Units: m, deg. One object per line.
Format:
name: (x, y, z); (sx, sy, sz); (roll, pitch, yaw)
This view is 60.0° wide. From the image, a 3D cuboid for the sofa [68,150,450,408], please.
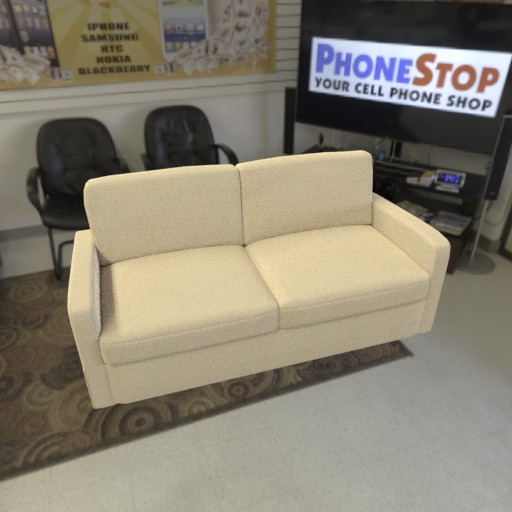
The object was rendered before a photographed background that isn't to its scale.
sofa: (0.000, 0.000, 2.361); (1.808, 0.831, 0.894); (-9, 33, -15)
